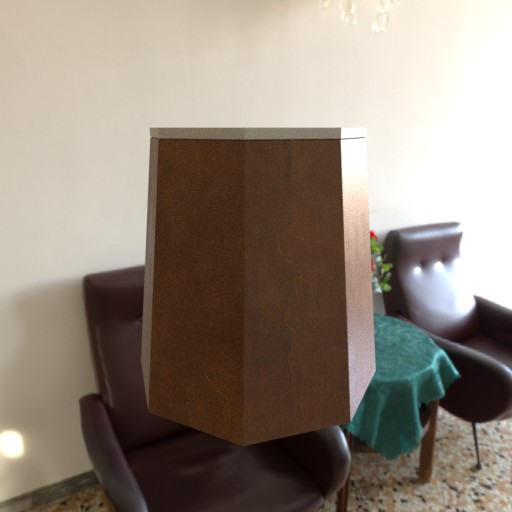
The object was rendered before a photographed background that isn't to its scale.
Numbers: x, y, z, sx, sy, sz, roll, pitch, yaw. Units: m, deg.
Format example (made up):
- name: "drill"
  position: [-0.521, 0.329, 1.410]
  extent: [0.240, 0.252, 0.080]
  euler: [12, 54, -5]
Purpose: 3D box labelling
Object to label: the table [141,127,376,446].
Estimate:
- name: "table"
  position: [0.000, 0.000, 0.821]
  extent: [0.439, 0.457, 0.439]
  euler: [8, 18, 24]
